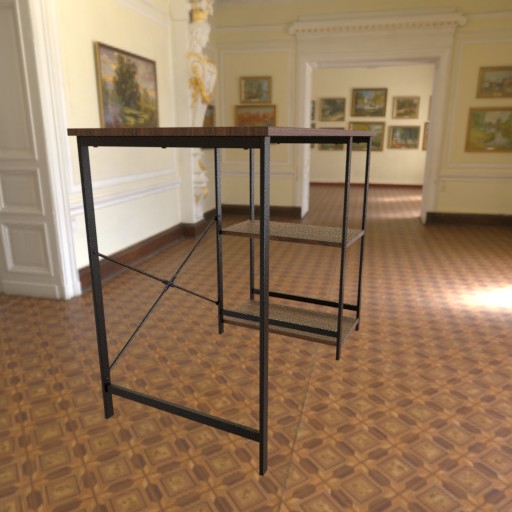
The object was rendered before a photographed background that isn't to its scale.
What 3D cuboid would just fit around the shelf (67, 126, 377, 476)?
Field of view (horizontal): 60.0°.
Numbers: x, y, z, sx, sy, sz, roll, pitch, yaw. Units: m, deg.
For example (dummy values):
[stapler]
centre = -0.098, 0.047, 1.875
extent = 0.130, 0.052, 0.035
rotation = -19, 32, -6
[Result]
[shelf]
centre = 0.000, 0.000, 1.373
extent = 0.498, 0.750, 0.902
rotation = 7, 17, 26
